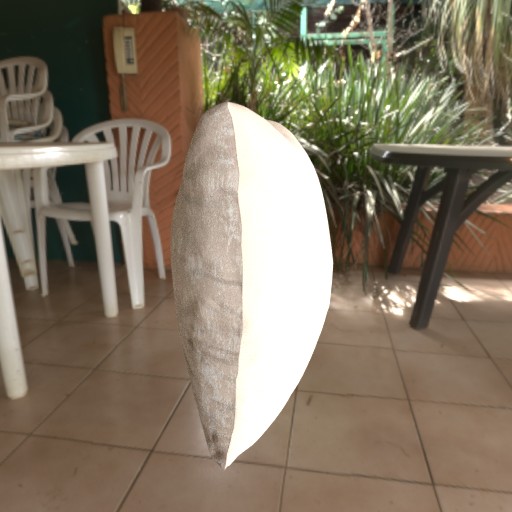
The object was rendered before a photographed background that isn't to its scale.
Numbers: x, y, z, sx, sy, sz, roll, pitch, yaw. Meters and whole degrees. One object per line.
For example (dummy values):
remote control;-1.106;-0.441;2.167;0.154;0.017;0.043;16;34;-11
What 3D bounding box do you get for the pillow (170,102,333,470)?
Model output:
pillow;0.000;0.000;0.716;0.245;0.448;0.450;2;16;8
